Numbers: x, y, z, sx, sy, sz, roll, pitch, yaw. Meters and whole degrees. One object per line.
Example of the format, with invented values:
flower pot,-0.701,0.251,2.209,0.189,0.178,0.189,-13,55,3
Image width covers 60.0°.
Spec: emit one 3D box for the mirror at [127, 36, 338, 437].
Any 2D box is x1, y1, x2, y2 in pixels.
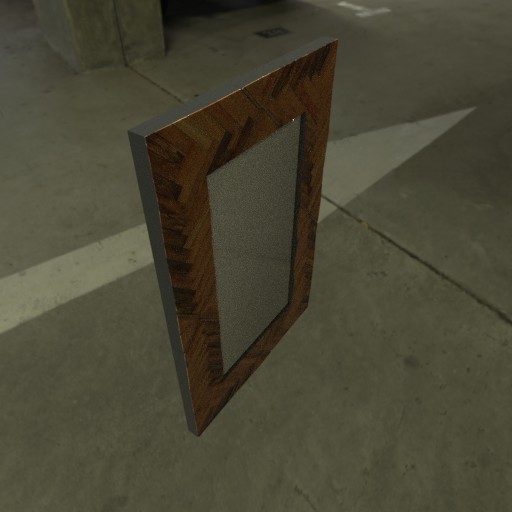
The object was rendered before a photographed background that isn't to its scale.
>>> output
mirror,0.000,0.000,1.141,0.044,0.912,0.606,25,47,26
